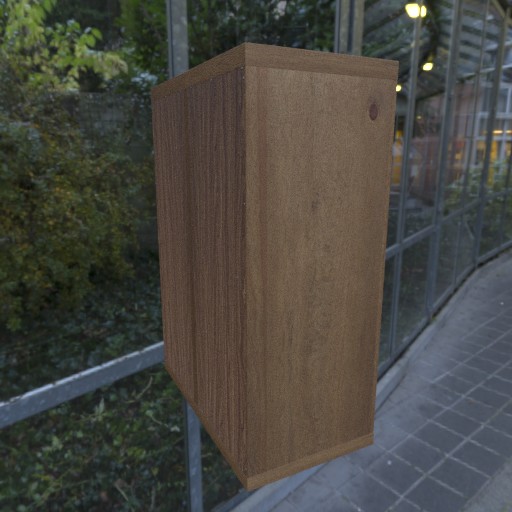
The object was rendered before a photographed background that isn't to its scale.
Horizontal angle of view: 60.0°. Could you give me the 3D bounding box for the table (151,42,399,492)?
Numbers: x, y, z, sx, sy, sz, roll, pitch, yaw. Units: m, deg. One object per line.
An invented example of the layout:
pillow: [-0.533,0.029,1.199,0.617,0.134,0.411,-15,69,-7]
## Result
table: [0.000,0.000,1.715,0.524,1.294,0.901,-7,15,-26]
